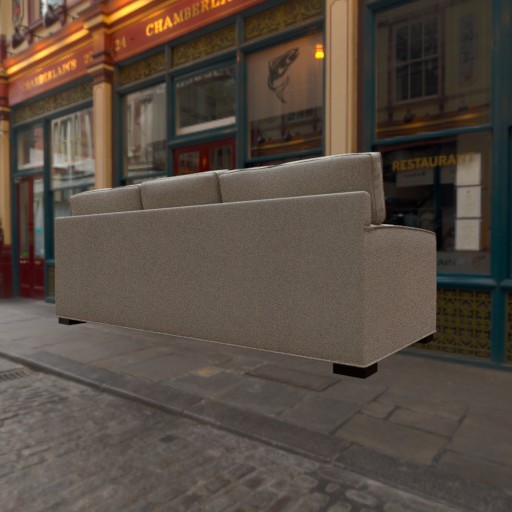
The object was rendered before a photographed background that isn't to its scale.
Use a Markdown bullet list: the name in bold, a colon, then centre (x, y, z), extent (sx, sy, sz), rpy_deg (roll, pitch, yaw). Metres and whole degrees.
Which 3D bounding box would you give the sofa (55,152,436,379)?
- **sofa**: centre (0.000, 0.000, 2.781), extent (2.087, 0.861, 1.496), rpy_deg (0, 1, 37)
